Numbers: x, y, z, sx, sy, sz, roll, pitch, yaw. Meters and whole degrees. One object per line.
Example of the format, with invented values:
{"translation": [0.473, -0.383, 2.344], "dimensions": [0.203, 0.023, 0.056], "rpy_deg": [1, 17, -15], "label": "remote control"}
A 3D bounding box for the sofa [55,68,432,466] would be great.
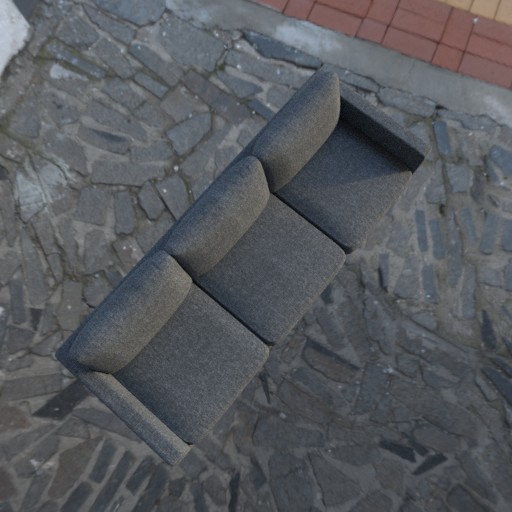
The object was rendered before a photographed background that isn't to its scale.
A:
{"translation": [0.000, 0.000, 2.605], "dimensions": [0.859, 0.874, 2.218], "rpy_deg": [39, 79, 9], "label": "sofa"}
